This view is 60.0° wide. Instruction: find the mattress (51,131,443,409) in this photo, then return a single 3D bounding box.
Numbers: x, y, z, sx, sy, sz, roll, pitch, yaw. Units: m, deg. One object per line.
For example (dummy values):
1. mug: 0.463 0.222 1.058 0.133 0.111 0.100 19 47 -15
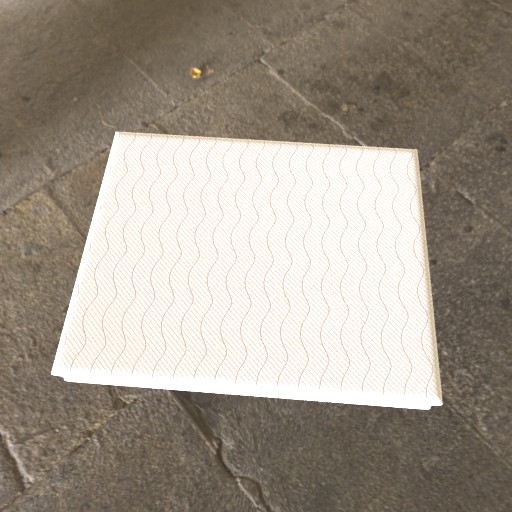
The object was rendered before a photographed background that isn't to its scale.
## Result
1. mattress: 0.000 0.000 2.681 2.000 0.230 1.600 4 65 2
